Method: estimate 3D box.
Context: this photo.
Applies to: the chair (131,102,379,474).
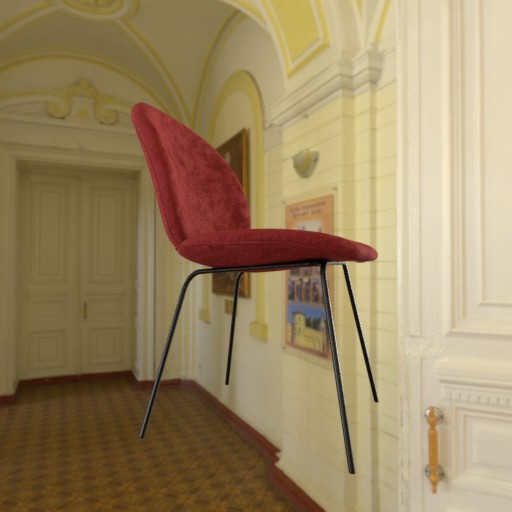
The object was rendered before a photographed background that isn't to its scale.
[{"bbox_3d":[0.000,0.000,1.107,0.587,0.791,0.458,0,-1,21],"label":"chair"}]
